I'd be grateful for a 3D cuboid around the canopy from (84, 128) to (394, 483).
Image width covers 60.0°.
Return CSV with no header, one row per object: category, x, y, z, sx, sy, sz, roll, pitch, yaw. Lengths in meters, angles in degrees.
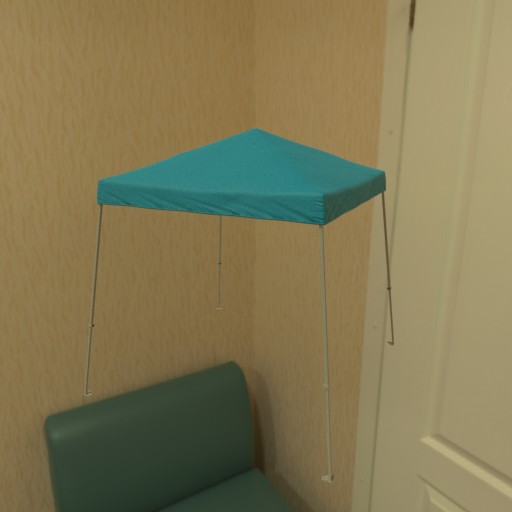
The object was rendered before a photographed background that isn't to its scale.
canopy,0.000,0.000,6.493,3.599,3.600,3.600,8,17,26
